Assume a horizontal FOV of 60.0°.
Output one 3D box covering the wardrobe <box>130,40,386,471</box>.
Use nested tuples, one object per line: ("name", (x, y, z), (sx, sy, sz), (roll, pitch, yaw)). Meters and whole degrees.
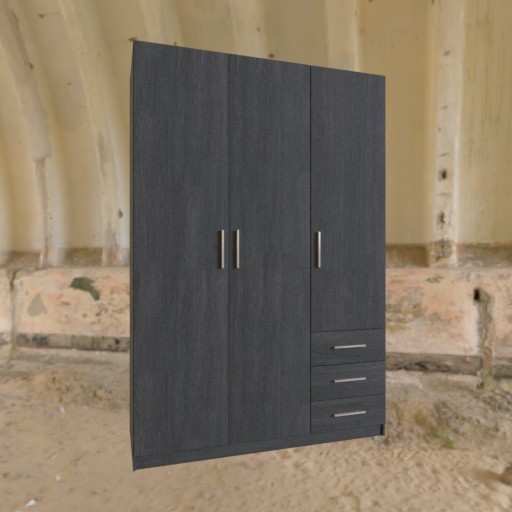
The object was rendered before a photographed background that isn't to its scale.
("wardrobe", (0.000, 0.000, 2.381), (1.290, 1.910, 0.510), (0, 0, -18))
